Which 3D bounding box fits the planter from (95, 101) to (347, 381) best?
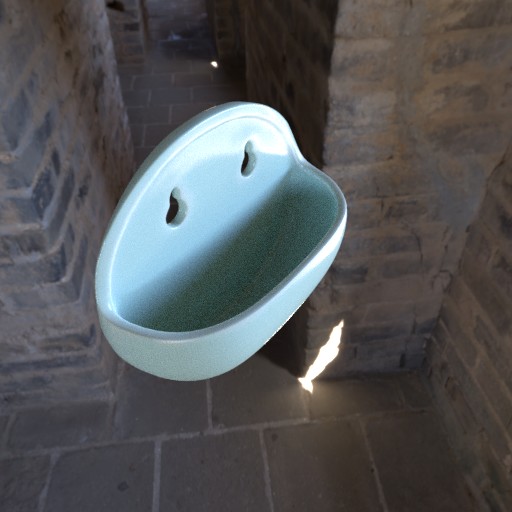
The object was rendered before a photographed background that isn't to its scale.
[{"bbox_3d":[0.000,0.000,0.270,0.073,0.164,0.189,26,48,26],"label":"planter"}]
